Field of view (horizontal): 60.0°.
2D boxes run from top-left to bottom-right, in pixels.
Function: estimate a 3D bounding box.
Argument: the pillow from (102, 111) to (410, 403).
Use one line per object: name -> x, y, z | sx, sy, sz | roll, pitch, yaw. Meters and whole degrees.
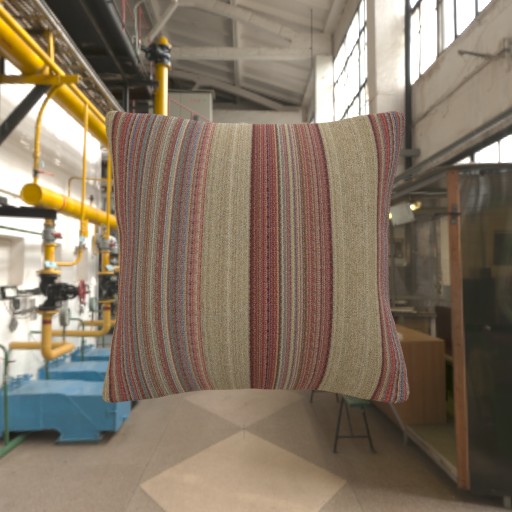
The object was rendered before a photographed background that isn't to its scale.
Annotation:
pillow -> 0.000, 0.000, 0.633 | 0.437, 0.419, 0.136 | 0, -2, -1
